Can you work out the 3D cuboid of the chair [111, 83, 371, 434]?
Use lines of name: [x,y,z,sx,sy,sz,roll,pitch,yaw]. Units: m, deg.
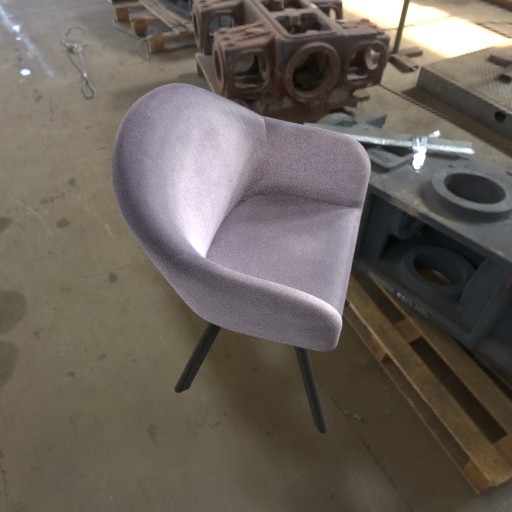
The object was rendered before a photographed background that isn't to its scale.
chair: [0.000,0.000,1.135,0.540,0.780,0.570,12,48,11]
